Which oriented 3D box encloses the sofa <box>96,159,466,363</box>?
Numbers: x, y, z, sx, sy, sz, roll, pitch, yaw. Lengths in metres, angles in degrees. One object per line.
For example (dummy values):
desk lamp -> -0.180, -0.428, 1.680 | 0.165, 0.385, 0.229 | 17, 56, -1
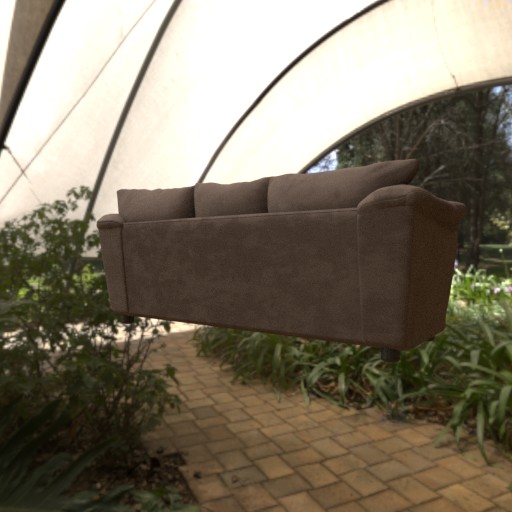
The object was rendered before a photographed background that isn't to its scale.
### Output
sofa -> 0.000, 0.000, 2.871 | 2.377, 0.981, 0.893 | 0, 0, 36
